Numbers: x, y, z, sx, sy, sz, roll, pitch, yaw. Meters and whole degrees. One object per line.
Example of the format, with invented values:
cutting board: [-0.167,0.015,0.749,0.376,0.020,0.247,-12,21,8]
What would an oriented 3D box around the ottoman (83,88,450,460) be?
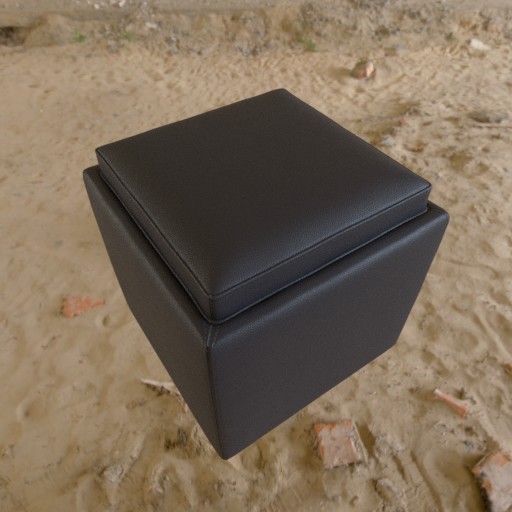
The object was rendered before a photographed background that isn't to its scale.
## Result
ottoman: [0.000,0.000,0.834,0.451,0.460,0.450,-26,52,-23]
